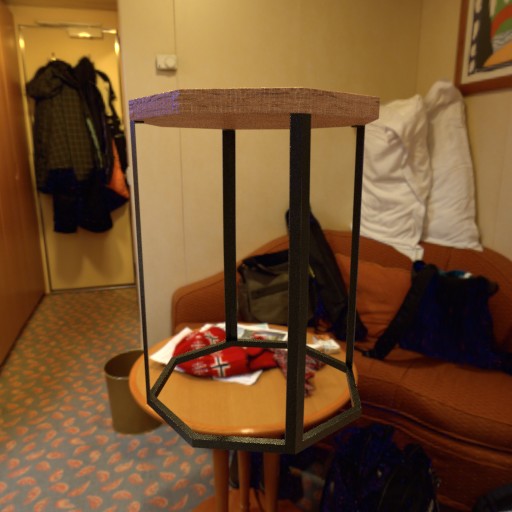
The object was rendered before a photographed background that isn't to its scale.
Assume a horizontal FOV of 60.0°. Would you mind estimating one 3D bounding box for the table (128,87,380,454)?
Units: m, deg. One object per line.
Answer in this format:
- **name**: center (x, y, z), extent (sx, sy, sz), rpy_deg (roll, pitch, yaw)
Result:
- **table**: center (0.000, 0.000, 0.849), extent (0.437, 0.553, 0.437), rpy_deg (7, 15, 28)
